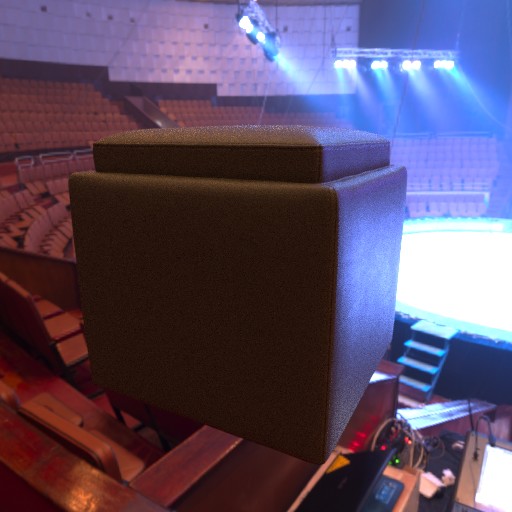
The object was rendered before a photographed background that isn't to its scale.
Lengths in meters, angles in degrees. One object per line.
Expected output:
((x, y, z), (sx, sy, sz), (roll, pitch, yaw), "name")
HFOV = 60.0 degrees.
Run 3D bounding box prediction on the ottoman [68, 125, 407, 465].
((0.000, 0.000, 0.815), (0.450, 0.460, 0.451), (8, 17, 27), "ottoman")
